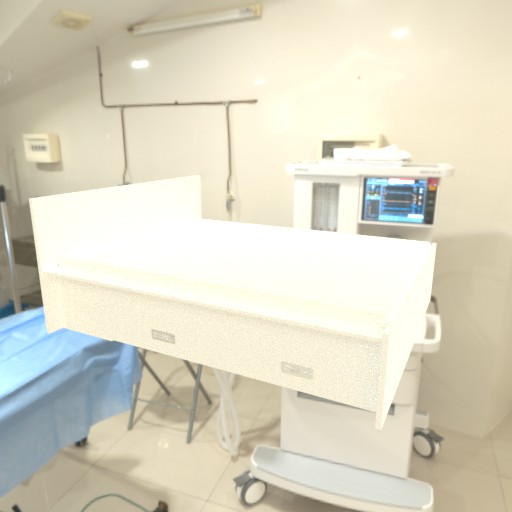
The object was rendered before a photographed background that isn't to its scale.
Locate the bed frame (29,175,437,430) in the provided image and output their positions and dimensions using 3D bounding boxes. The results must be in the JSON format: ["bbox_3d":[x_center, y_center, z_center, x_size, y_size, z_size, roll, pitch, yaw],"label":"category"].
[{"bbox_3d":[0.000,0.000,2.792,1.960,0.800,1.622,8,17,26],"label":"bed frame"}]
